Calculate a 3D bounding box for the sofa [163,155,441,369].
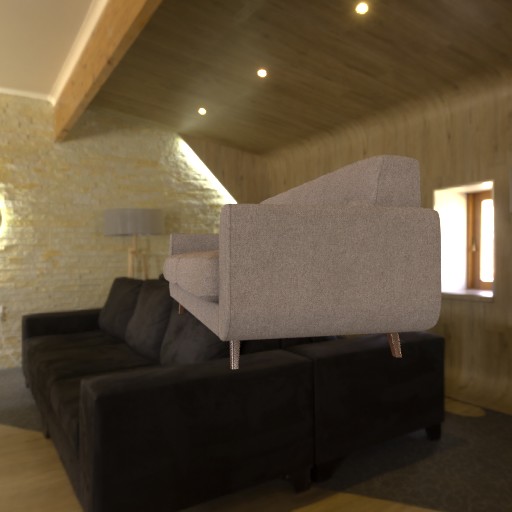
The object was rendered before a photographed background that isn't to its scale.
[{"bbox_3d":[0.000,0.000,2.547,0.909,0.841,2.029,0,0,-16],"label":"sofa"}]
